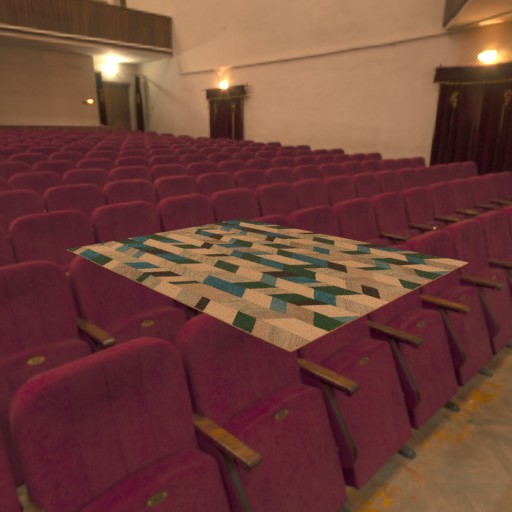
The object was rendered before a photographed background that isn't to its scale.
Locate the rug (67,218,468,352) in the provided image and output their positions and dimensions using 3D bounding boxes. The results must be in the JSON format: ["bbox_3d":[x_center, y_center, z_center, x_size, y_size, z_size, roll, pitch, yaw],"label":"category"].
[{"bbox_3d":[0.000,0.000,4.245,2.440,0.008,3.036,-15,21,-42],"label":"rug"}]
